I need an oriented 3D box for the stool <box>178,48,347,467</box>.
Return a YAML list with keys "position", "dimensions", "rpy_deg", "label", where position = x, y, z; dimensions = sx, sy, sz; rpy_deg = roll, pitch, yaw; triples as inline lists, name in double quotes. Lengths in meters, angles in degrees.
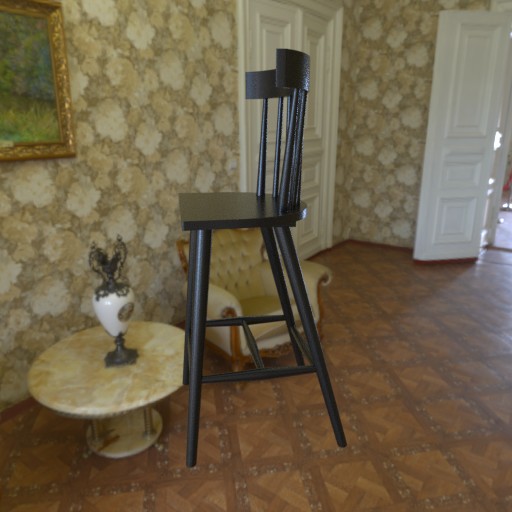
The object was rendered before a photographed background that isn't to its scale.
- position: [0.000, 0.000, 1.352]
  dimensions: [0.483, 1.092, 0.482]
  rpy_deg: [-3, 16, -10]
  label: "stool"
